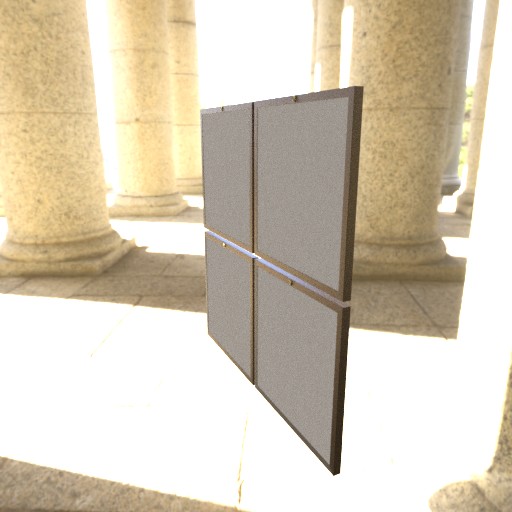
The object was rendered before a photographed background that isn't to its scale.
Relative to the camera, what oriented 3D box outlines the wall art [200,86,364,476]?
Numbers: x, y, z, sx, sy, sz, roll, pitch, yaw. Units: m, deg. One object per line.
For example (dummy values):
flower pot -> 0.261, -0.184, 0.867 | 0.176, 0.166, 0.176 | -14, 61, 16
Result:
wall art -> 0.000, 0.000, 1.562 | 0.030, 1.032, 1.032 | -7, 17, -25
